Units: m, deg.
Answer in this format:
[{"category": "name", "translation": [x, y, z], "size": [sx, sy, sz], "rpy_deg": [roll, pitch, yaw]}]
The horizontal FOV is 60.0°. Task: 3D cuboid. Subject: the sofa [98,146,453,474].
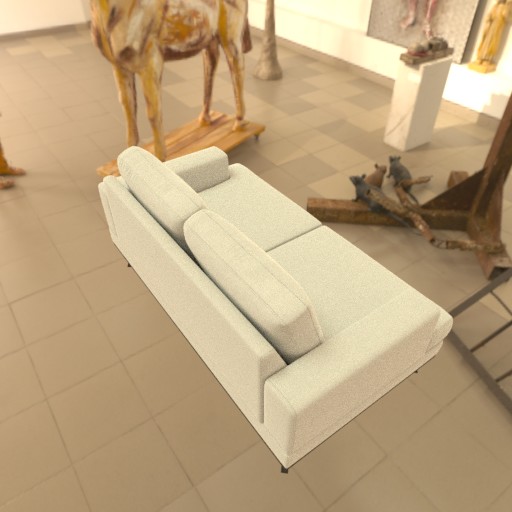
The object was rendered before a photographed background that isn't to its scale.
[{"category": "sofa", "translation": [0.000, 0.000, 2.166], "size": [0.920, 0.810, 1.650], "rpy_deg": [-25, 47, -26]}]
